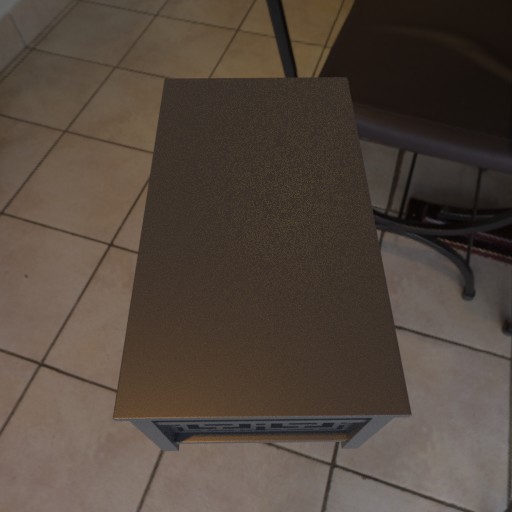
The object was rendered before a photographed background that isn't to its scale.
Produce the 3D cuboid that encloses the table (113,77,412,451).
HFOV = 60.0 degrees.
[{"bbox_3d":[0.000,0.000,1.377,0.612,0.493,1.068,-1,58,0],"label":"table"}]
